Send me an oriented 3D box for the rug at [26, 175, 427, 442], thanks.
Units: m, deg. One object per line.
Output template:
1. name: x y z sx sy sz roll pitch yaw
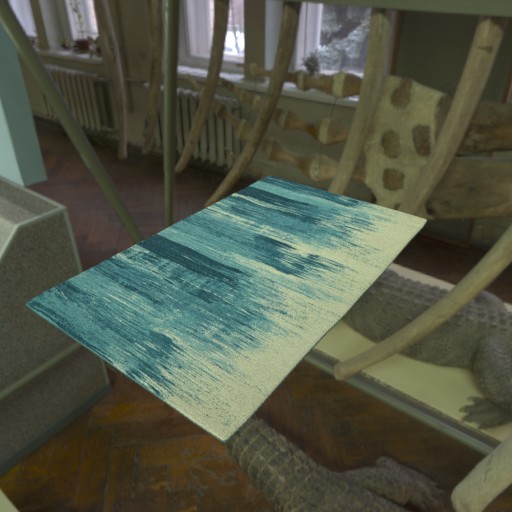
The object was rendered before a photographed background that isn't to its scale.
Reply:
1. rug: 0.000 0.000 3.004 1.540 0.027 2.450 22 38 31
